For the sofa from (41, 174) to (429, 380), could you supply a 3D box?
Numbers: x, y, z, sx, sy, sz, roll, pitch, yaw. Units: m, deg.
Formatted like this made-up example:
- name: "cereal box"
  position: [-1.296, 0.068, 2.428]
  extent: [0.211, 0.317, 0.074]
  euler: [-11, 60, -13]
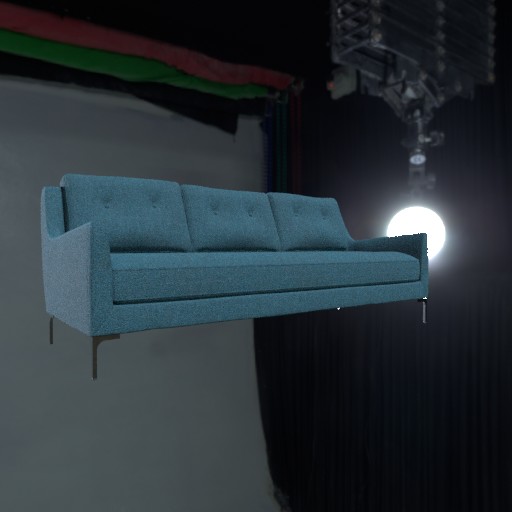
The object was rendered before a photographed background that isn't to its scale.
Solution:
- name: "sofa"
  position: [0.000, 0.000, 2.464]
  extent: [2.060, 0.837, 0.849]
  euler: [-1, 1, -36]
